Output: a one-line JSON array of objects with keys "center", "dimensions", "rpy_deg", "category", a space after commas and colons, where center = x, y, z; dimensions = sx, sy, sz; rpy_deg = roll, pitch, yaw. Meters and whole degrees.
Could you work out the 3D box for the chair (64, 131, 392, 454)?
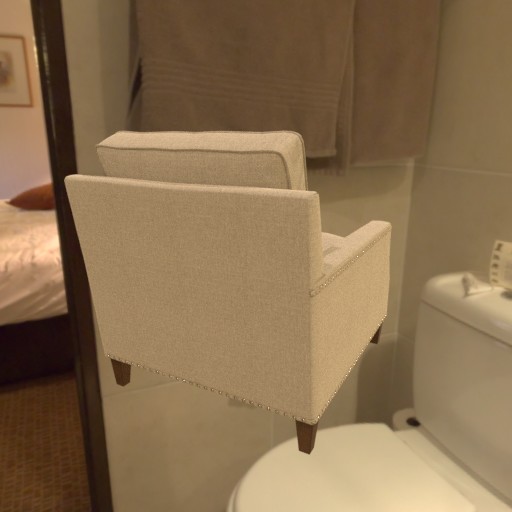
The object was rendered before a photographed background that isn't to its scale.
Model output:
[{"center": [0.000, 0.000, 1.723], "dimensions": [0.853, 0.943, 1.014], "rpy_deg": [9, 18, 28], "category": "chair"}]
